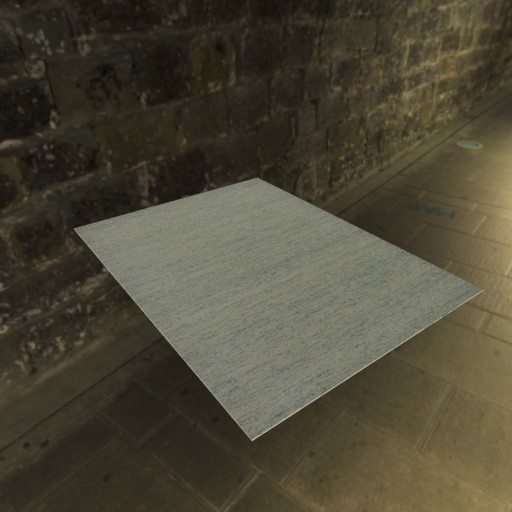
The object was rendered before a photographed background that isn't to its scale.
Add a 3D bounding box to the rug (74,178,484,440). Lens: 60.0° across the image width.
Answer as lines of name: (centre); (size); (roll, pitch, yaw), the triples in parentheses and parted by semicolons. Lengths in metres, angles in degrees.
rug: (0.000, 0.000, 4.233); (2.438, 0.006, 3.197); (-21, 37, -31)
